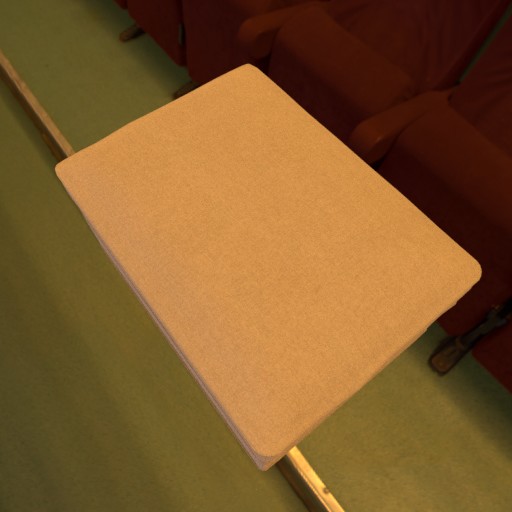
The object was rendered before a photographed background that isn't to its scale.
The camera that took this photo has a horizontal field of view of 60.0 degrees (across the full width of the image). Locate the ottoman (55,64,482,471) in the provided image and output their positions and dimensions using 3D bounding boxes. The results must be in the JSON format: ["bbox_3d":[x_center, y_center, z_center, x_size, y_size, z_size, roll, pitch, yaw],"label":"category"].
[{"bbox_3d":[0.000,0.000,1.185,0.617,0.503,0.846,-35,67,-17],"label":"ottoman"}]
